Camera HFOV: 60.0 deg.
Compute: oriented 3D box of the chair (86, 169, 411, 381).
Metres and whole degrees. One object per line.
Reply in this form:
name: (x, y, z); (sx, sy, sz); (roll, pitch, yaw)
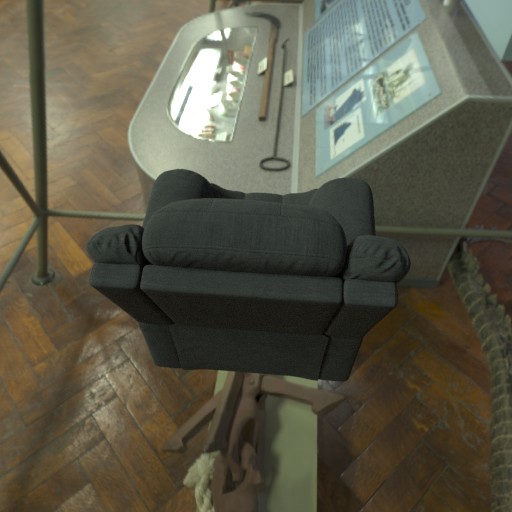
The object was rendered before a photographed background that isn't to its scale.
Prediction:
chair: (0.000, 0.000, 1.704); (0.899, 1.008, 0.944); (4, 47, 3)
